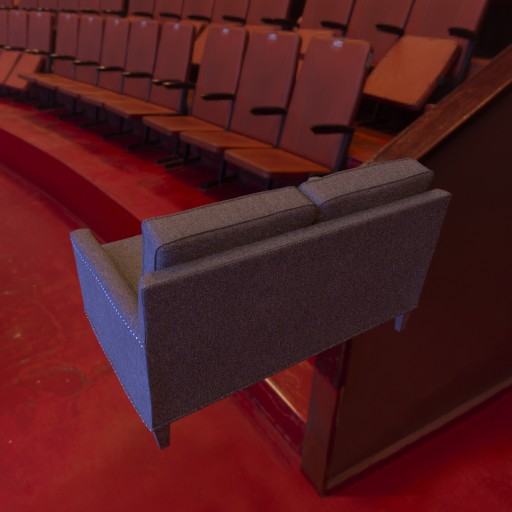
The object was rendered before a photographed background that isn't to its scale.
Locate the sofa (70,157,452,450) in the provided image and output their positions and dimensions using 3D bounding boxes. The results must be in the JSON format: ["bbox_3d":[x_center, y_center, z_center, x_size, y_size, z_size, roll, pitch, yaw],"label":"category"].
[{"bbox_3d":[0.000,0.000,2.263,1.597,1.003,1.084,-17,33,-28],"label":"sofa"}]
